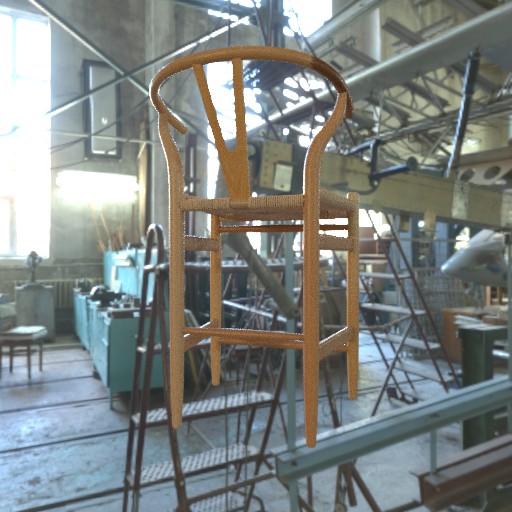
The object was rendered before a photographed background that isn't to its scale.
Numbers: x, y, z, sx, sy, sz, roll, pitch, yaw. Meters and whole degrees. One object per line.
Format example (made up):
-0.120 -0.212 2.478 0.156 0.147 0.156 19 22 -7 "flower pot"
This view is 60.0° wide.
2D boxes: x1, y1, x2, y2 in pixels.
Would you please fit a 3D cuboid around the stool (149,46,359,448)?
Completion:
0.000 0.000 1.249 0.536 0.923 0.575 0 0 18 "stool"
